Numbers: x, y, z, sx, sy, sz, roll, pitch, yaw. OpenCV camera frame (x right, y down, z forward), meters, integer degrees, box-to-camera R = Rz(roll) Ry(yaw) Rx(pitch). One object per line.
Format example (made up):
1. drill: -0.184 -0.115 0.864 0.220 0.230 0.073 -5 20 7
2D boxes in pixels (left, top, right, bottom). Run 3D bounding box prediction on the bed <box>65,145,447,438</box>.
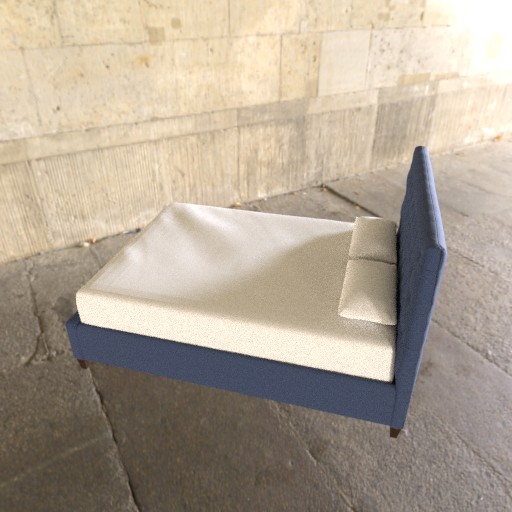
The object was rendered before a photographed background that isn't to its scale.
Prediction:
1. bed: 0.000 0.000 3.434 2.387 1.427 1.706 8 32 13
